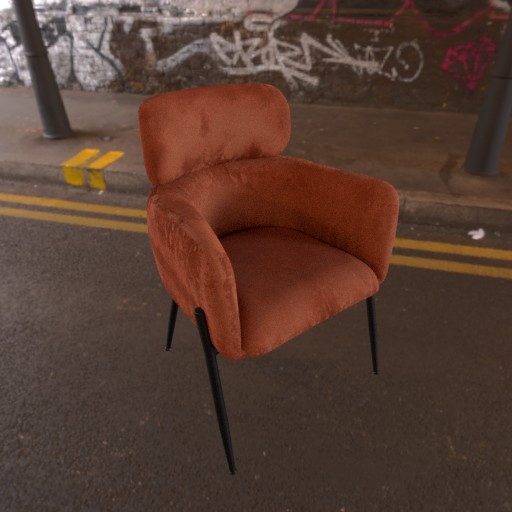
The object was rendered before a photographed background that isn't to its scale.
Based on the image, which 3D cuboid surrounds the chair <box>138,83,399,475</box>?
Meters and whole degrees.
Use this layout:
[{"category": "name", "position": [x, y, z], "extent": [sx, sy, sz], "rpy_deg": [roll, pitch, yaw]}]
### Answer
[{"category": "chair", "position": [0.000, 0.000, 1.155], "extent": [0.561, 0.772, 0.523], "rpy_deg": [-22, 37, -31]}]
